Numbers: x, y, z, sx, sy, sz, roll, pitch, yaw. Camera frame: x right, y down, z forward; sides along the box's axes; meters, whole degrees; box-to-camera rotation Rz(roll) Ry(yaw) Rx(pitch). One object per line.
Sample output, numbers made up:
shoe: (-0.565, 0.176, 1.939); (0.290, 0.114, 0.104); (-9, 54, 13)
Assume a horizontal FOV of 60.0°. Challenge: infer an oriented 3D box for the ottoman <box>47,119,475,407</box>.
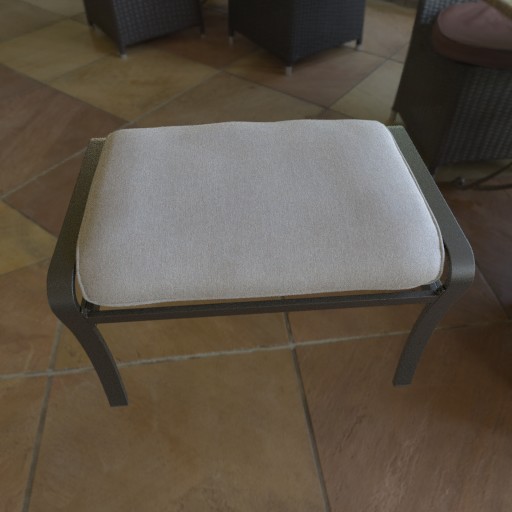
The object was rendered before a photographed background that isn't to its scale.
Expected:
ottoman: (0.000, 0.000, 0.873); (0.610, 0.422, 0.406); (-3, 47, -3)
